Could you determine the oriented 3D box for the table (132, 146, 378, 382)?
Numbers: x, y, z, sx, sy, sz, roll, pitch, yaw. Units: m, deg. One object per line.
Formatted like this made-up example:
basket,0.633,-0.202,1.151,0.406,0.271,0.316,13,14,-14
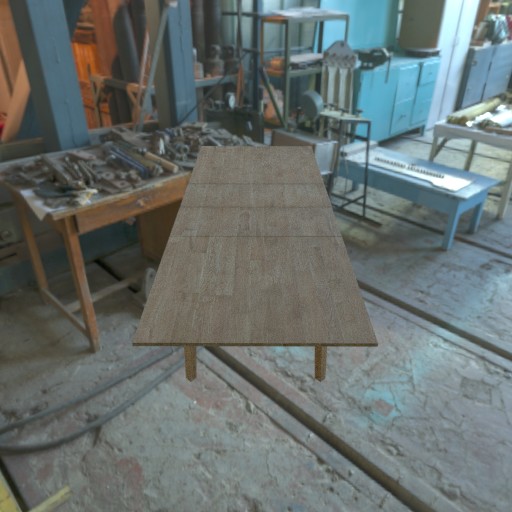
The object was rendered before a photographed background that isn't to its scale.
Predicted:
table,0.000,0.000,3.107,1.000,0.752,2.603,0,31,0
